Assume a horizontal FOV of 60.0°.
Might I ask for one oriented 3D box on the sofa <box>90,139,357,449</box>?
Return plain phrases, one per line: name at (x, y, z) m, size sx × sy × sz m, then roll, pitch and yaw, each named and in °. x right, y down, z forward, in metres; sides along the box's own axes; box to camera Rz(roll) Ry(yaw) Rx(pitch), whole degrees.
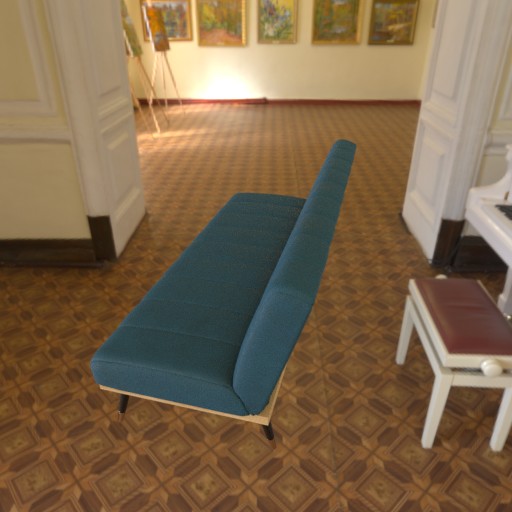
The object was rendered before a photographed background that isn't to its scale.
sofa at (0.000, 0.000, 2.296) m, size 0.830 × 0.825 × 1.810 m, roll 7°, pitch 30°, yaw 13°
